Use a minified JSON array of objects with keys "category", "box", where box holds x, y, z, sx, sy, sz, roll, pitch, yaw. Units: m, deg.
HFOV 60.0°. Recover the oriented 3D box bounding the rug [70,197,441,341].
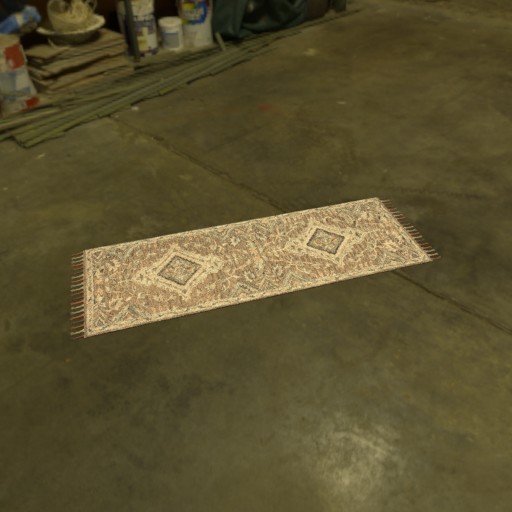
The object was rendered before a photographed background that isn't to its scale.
[{"category":"rug","box":[0.000,0.000,2.850,2.378,0.018,1.324,0,42,0]}]
